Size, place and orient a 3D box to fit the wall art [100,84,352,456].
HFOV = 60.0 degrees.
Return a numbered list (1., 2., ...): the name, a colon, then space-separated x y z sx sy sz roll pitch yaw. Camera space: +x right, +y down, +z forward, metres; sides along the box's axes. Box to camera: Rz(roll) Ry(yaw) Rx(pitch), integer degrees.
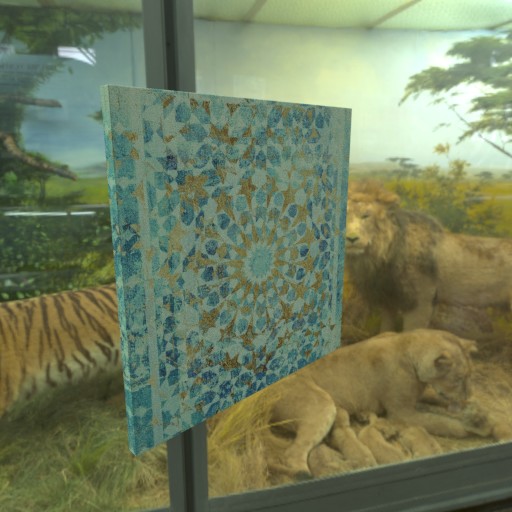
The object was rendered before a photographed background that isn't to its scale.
1. wall art: 0.000 0.000 1.372 0.916 0.916 0.040 -14 19 -43
